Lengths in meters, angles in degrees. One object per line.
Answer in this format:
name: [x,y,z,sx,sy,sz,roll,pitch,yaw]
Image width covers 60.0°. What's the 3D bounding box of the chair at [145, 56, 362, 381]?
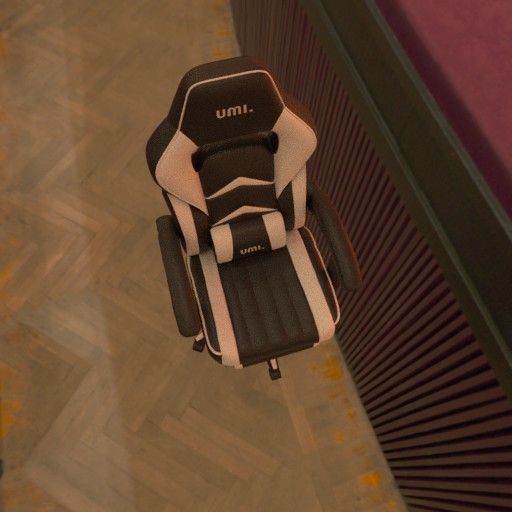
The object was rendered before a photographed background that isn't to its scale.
chair: [0.000,0.000,1.625,0.676,1.200,0.700,-15,65,-7]
